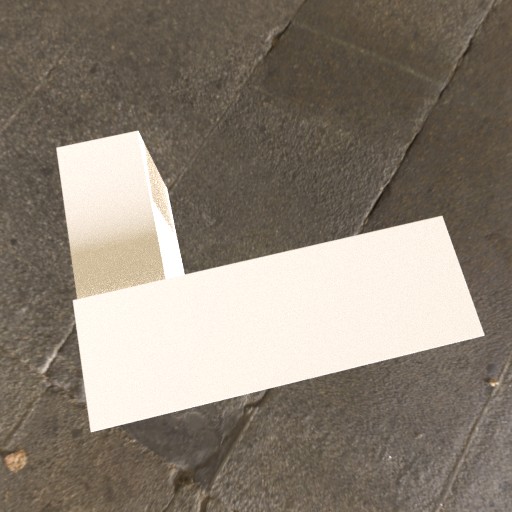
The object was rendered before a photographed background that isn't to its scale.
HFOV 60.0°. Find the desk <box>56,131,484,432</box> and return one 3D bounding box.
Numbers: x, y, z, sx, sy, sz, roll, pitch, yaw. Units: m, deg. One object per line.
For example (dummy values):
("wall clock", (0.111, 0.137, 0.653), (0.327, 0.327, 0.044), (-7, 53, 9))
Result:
("desk", (0.000, 0.000, 2.172), (1.524, 0.759, 1.199), (-13, 76, -3))
